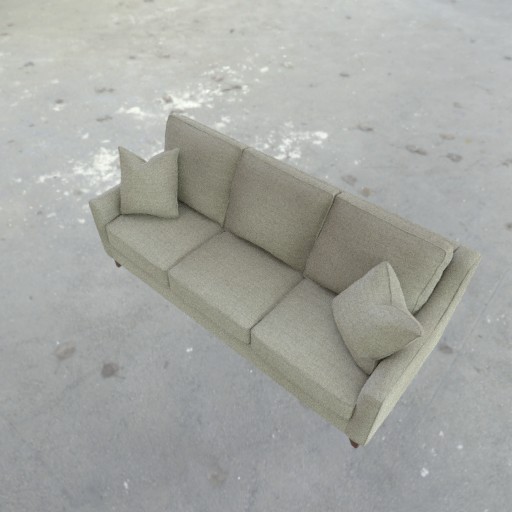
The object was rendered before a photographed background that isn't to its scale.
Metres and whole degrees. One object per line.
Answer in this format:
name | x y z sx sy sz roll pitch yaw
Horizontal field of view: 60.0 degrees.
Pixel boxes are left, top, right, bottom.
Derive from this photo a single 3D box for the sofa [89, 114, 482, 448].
sofa | 0.000 0.000 2.512 2.031 0.914 0.865 31 53 27
